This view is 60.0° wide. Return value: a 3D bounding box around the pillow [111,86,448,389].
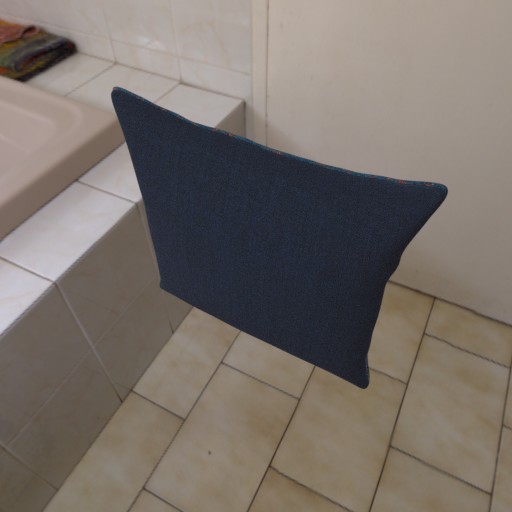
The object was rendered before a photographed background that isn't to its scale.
[{"bbox_3d":[0.000,0.000,0.656,0.431,0.431,0.141,23,52,19],"label":"pillow"}]
